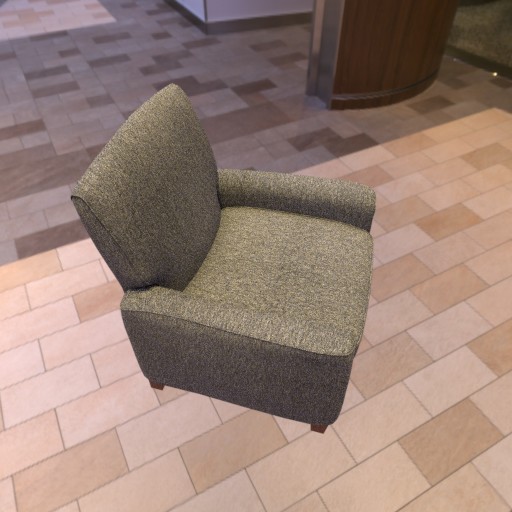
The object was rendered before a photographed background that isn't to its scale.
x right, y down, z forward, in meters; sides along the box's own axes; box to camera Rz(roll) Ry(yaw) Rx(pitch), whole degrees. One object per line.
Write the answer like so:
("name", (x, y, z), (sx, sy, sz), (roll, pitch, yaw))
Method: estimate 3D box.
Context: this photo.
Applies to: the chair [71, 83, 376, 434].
("chair", (0.000, 0.000, 1.650), (0.864, 1.014, 0.848), (11, 47, 11))
